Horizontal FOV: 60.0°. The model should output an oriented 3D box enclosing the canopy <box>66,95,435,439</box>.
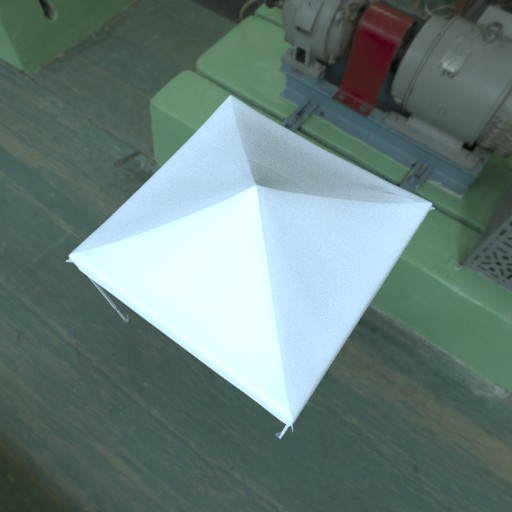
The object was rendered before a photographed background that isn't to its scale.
[{"bbox_3d":[0.000,0.000,5.519,2.994,2.998,2.996,33,68,15],"label":"canopy"}]
